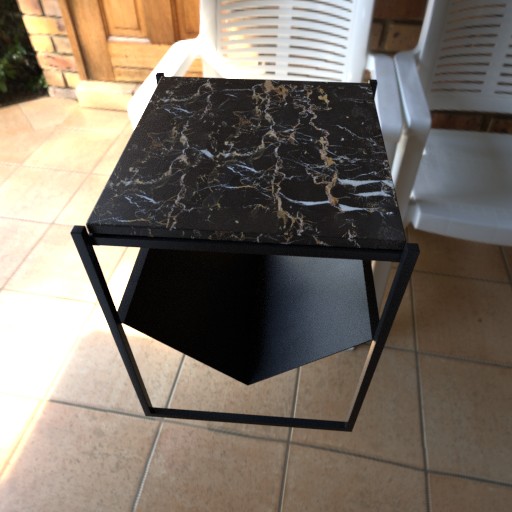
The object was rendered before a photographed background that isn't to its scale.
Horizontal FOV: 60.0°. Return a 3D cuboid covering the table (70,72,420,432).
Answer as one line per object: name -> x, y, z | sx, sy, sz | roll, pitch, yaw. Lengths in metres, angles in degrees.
table -> 0.000, 0.000, 0.896 | 0.432, 0.534, 0.469 | 3, 46, 3
